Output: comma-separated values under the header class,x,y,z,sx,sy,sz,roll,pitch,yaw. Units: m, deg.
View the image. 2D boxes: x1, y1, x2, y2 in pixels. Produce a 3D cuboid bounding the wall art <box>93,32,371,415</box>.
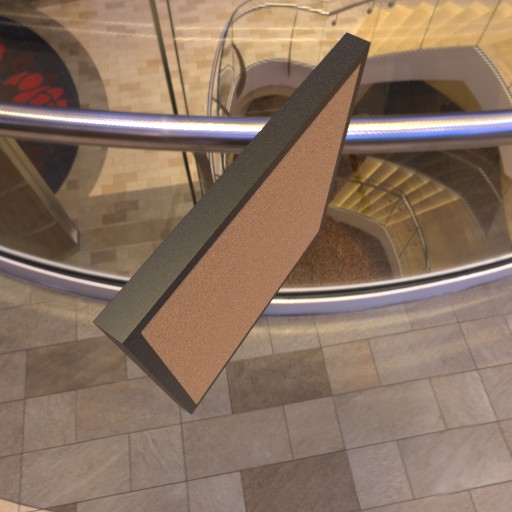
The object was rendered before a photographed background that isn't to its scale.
class,x,y,z,sx,sy,sz,roll,pitch,yaw
wall art,0.000,0.000,0.744,0.038,0.508,0.508,31,67,15
